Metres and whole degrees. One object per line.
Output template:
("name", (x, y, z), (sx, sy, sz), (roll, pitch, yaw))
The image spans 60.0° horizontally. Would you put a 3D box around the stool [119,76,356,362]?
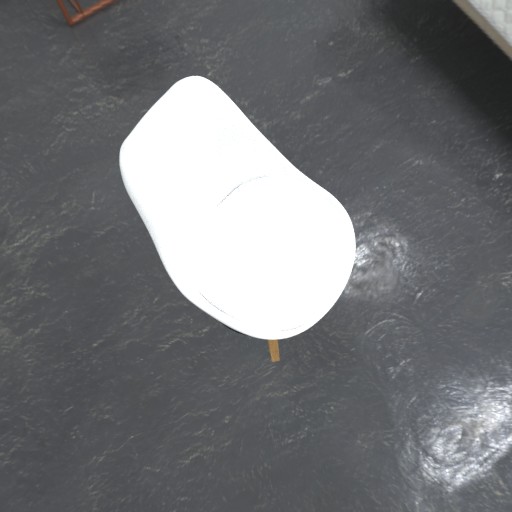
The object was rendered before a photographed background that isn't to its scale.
("stool", (0.000, 0.000, 1.392), (0.549, 1.115, 0.482), (35, 78, 9))
